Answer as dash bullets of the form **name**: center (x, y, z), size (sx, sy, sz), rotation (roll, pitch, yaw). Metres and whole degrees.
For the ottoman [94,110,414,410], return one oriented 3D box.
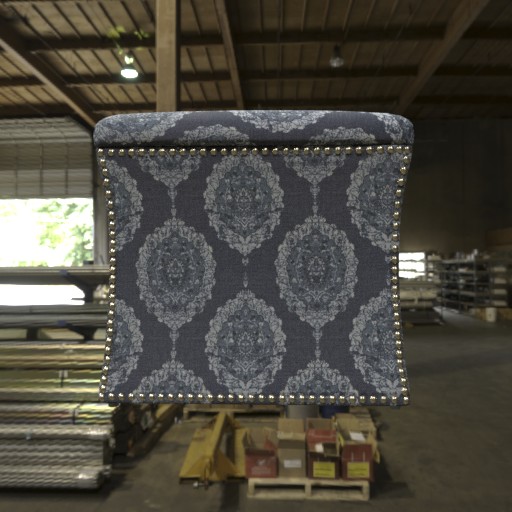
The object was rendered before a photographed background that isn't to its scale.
- **ottoman**: center (0.000, 0.000, 0.902), size (0.507, 0.475, 0.497), rotation (0, -1, 2)
